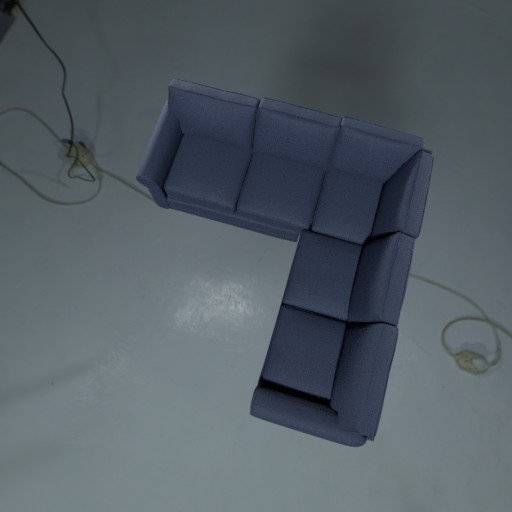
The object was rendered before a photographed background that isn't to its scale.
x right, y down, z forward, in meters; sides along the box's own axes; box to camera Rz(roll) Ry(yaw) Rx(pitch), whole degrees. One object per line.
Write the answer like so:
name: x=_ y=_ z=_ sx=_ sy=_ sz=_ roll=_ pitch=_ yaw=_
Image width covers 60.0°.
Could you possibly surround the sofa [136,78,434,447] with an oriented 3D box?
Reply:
sofa: x=0.000 y=0.000 z=3.897 sx=2.487 sy=1.042 sz=2.562 roll=16 pitch=75 yaw=4
